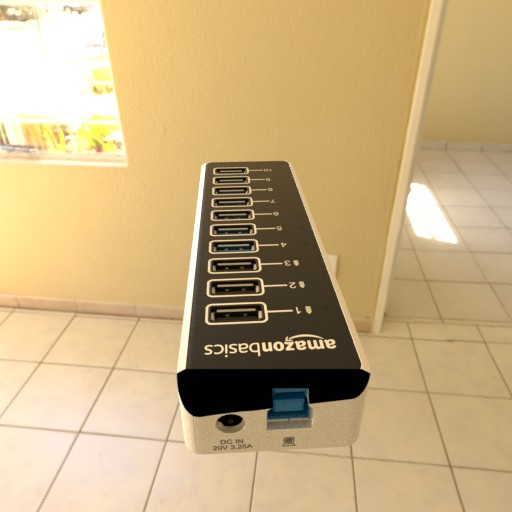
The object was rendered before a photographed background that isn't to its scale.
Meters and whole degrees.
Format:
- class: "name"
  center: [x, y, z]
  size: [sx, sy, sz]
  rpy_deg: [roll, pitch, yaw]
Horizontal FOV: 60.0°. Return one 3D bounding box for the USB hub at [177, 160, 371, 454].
- class: "USB hub"
  center: [0.000, 0.000, 0.164]
  size: [0.044, 0.023, 0.145]
  rpy_deg: [-2, 31, -3]
